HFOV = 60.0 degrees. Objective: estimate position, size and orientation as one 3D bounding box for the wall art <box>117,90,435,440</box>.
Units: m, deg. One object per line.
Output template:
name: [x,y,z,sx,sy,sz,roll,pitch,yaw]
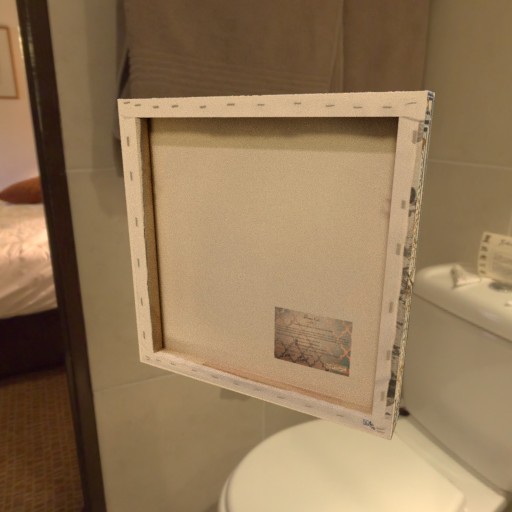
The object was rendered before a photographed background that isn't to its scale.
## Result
wall art: [0.000,0.000,0.449,0.302,0.306,0.038,9,19,26]
